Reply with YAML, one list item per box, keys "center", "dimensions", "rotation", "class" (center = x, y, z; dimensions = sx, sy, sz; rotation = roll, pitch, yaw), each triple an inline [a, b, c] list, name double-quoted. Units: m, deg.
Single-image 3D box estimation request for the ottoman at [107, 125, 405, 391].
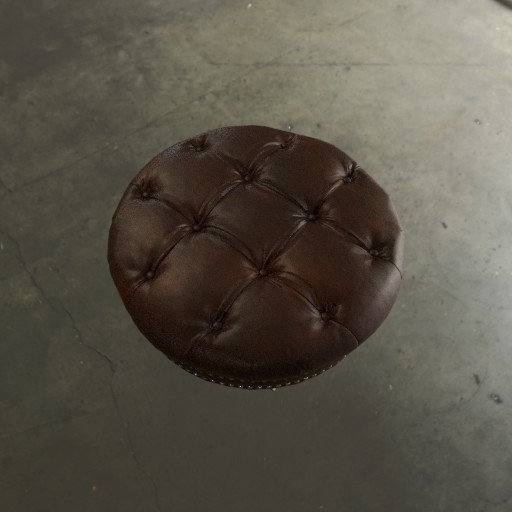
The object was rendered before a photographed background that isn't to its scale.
- center: [0.000, 0.000, 1.462]
  dimensions: [0.901, 0.455, 0.901]
  rotation: [0, 58, 0]
  class: "ottoman"
